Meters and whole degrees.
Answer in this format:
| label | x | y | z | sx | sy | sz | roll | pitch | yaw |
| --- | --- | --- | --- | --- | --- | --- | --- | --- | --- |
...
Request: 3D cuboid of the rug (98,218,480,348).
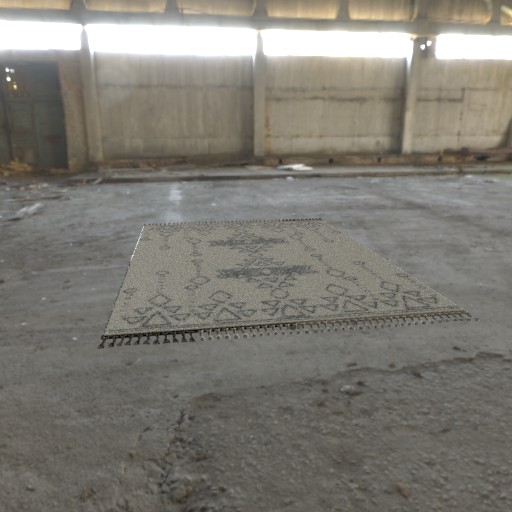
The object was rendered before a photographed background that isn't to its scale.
| label | x | y | z | sx | sy | sz | roll | pitch | yaw |
| --- | --- | --- | --- | --- | --- | --- | --- | --- | --- |
| rug | 0.000 | 0.000 | 2.901 | 1.600 | 0.013 | 2.312 | -3 | 16 | -9 |
